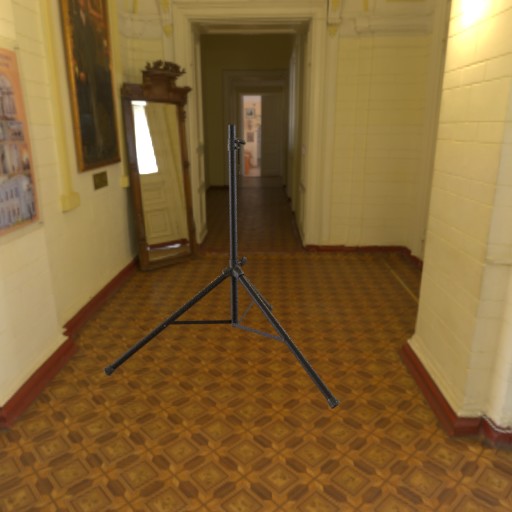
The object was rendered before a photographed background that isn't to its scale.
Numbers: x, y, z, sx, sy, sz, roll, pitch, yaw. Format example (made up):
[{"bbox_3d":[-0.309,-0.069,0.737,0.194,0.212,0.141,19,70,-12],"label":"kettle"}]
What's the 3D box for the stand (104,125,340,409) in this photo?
[{"bbox_3d":[0.000,0.000,2.805,1.596,1.595,1.339,-15,22,-41],"label":"stand"}]
